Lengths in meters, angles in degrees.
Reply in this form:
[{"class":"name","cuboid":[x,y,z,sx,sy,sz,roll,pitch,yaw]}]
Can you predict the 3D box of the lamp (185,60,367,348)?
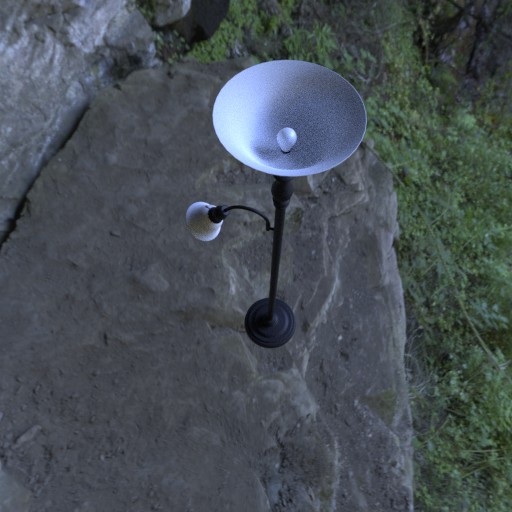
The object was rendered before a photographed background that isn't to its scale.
[{"class":"lamp","cuboid":[0.000,0.000,1.982,0.588,1.793,0.405,15,65,7]}]
